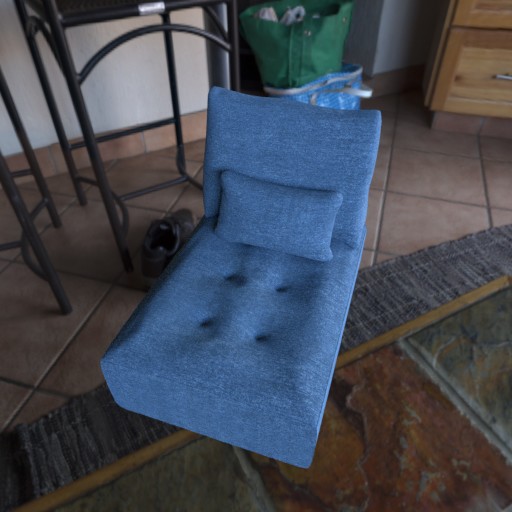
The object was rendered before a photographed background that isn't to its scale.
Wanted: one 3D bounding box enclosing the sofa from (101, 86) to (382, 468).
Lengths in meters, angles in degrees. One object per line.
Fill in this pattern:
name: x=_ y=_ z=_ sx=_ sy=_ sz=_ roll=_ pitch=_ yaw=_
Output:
sofa: x=0.000 y=0.000 z=1.576 sx=0.700 sy=0.820 sz=1.000 roll=13 pitch=43 yaw=14
